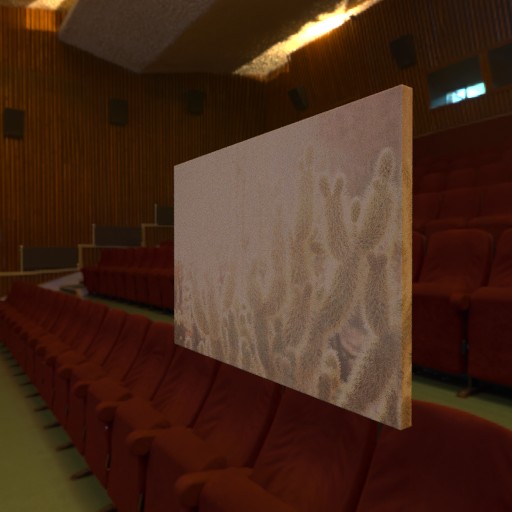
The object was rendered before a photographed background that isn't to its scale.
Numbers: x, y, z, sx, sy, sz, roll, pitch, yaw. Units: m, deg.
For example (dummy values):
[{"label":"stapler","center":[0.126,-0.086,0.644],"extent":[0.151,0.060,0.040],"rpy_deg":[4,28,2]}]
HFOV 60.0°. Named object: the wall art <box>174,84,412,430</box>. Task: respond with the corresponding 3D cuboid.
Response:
[{"label":"wall art","center":[0.000,0.000,1.444],"extent":[0.041,0.758,1.142],"rpy_deg":[0,1,-36]}]
